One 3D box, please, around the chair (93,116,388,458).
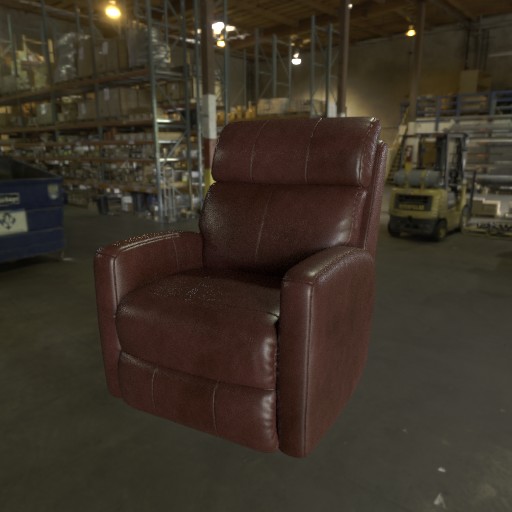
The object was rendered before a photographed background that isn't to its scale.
[{"bbox_3d":[0.000,0.000,1.633,0.787,1.016,0.939,7,15,27],"label":"chair"}]
